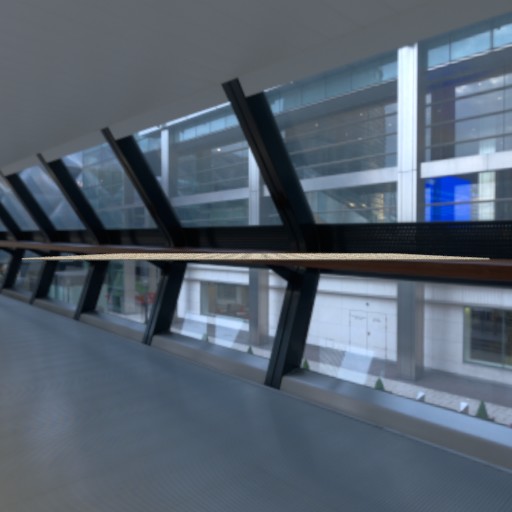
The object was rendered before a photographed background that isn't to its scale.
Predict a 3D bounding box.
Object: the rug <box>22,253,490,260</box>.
[{"bbox_3d":[0.000,0.000,2.339,1.828,0.007,1.220,0,1,0],"label":"rug"}]
